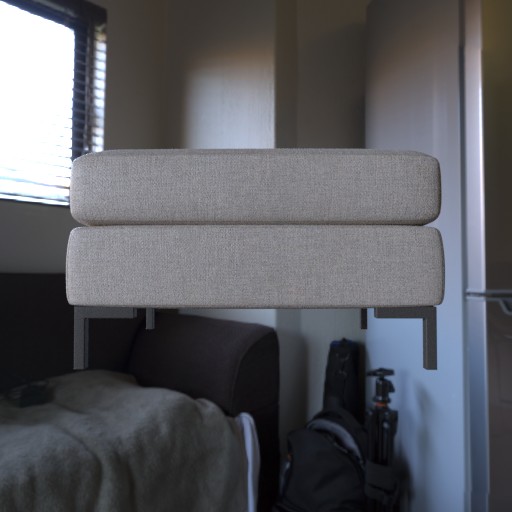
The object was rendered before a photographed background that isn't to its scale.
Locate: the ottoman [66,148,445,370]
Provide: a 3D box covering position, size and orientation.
[{"bbox_3d":[0.000,0.000,1.246,0.820,0.490,0.671,0,-1,0],"label":"ottoman"}]
